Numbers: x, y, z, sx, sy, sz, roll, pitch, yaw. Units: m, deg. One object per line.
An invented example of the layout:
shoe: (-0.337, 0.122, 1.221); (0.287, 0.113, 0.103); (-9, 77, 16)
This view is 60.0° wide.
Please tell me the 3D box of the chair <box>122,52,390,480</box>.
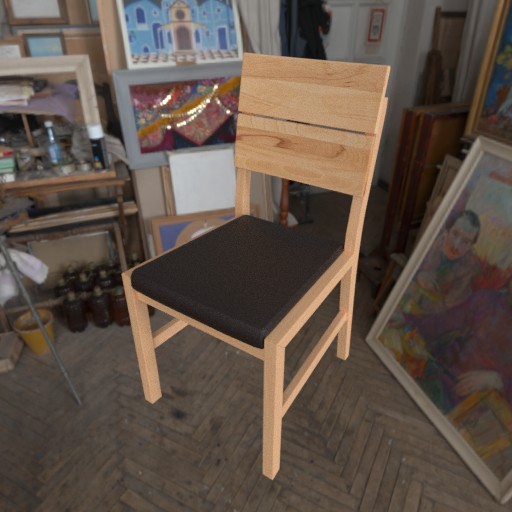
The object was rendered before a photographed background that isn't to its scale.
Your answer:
chair: (0.000, 0.000, 1.225); (0.475, 0.950, 0.560); (20, 37, 29)
